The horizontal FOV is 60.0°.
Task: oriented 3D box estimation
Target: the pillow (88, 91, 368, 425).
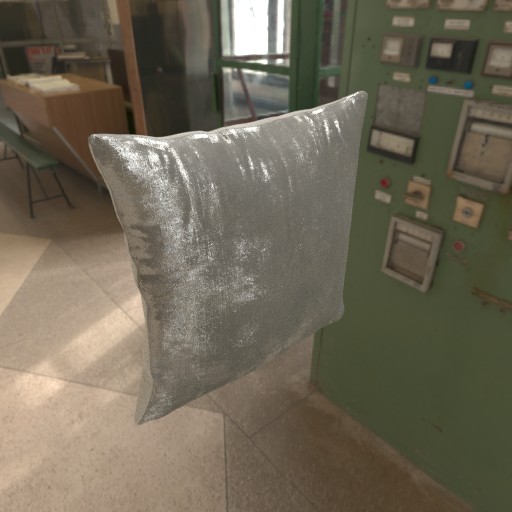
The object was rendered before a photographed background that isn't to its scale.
[{"bbox_3d":[0.000,0.000,0.709,0.470,0.464,0.175,-22,36,-34],"label":"pillow"}]
